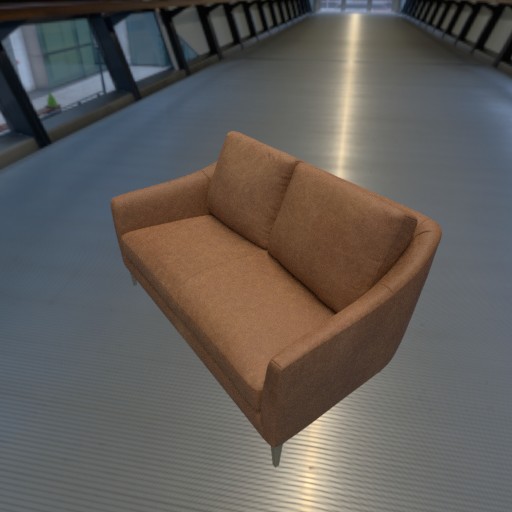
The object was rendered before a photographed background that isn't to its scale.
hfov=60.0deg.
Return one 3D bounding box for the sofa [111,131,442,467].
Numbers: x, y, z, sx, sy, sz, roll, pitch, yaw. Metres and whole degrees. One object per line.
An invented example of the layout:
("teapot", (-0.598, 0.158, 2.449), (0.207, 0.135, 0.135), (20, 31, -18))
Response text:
("sofa", (0.000, 0.000, 2.256), (0.960, 0.902, 1.619), (-20, 37, -29))
